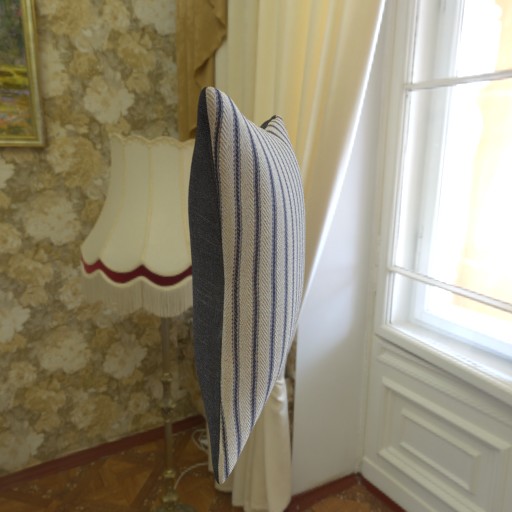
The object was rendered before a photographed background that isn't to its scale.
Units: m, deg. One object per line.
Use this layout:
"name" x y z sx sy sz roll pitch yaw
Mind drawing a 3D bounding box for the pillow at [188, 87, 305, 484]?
"pillow" 0.000 0.000 0.683 0.138 0.444 0.468 3 14 11
